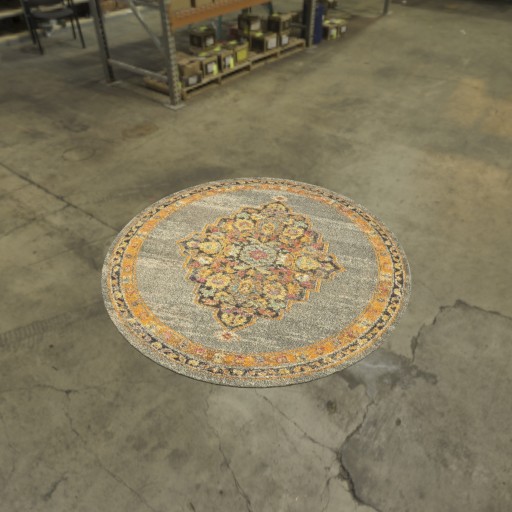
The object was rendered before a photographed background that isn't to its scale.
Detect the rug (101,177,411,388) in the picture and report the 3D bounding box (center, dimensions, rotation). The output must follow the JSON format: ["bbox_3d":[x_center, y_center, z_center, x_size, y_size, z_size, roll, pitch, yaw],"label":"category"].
[{"bbox_3d":[0.000,0.000,2.360,1.598,0.010,1.598,0,41,0],"label":"rug"}]
